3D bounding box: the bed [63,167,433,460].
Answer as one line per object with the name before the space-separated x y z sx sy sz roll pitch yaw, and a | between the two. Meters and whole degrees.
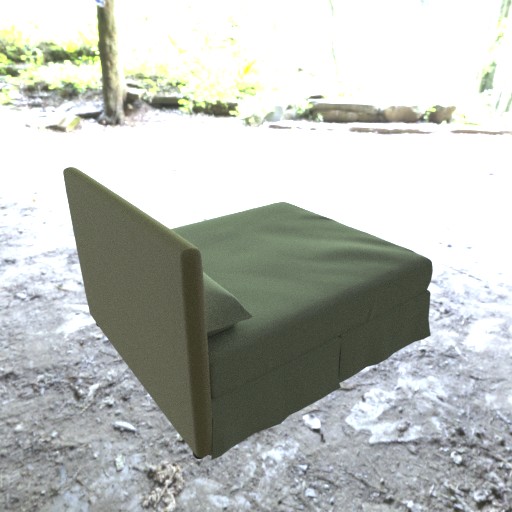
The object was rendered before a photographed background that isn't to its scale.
bed | 0.000 0.000 3.361 2.142 1.330 1.884 -18 31 -33
